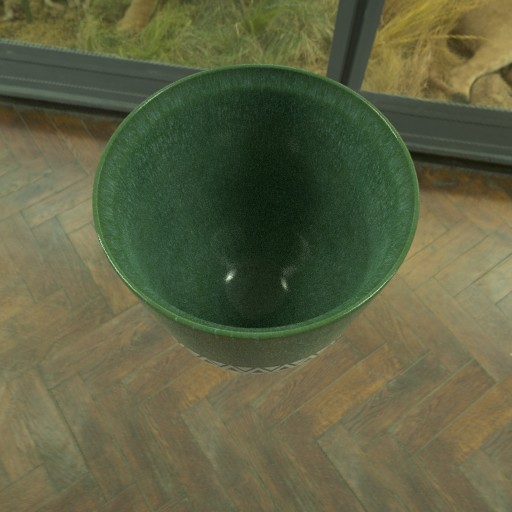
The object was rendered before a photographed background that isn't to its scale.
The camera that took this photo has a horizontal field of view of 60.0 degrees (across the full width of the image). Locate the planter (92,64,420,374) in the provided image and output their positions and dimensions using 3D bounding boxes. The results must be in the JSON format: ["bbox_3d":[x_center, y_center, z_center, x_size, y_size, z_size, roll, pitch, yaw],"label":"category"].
[{"bbox_3d":[0.000,0.000,0.362,0.195,0.214,0.195,0,64,0],"label":"planter"}]
